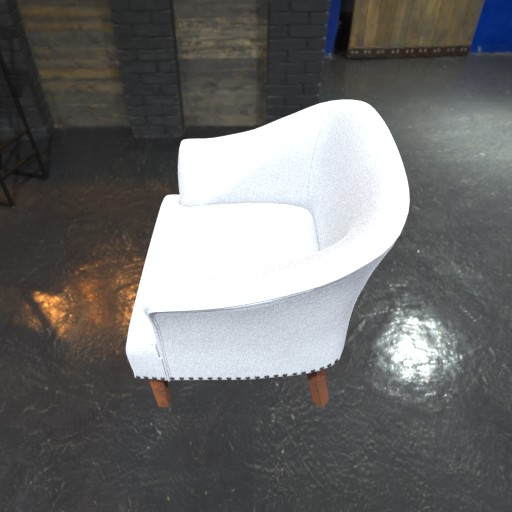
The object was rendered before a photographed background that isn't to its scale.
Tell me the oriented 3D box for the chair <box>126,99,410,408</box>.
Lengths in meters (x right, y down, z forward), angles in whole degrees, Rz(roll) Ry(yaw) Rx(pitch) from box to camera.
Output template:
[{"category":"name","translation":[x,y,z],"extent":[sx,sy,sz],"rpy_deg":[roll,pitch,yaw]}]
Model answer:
[{"category":"chair","translation":[0.000,0.000,1.401],"extent":[0.704,0.815,0.798],"rpy_deg":[0,42,0]}]
